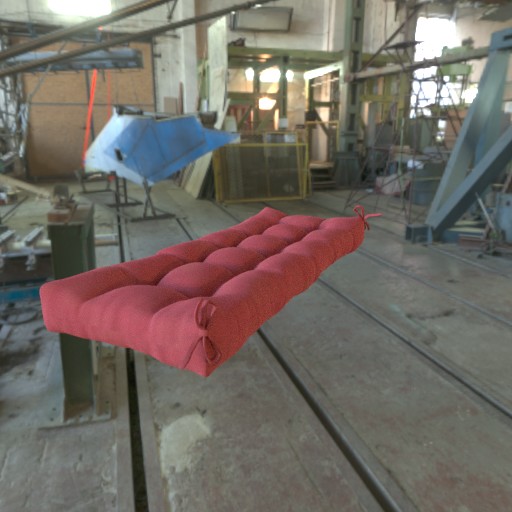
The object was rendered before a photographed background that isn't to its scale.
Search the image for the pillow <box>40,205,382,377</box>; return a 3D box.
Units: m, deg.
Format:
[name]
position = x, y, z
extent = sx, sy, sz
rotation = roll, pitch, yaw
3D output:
[pillow]
position = 0.000, 0.000, 1.322
extent = 0.511, 0.174, 1.194
rotation = 8, 18, 26
